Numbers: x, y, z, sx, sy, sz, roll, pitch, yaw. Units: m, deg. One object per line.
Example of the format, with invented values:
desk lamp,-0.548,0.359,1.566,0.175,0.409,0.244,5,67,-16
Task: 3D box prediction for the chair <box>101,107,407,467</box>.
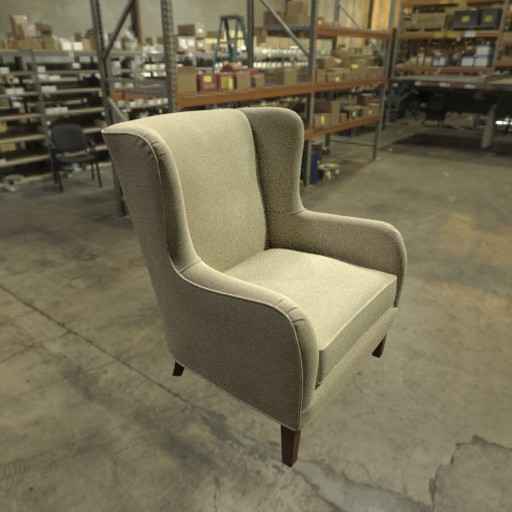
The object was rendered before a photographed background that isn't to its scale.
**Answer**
chair,0.000,0.000,1.756,0.966,1.040,0.838,17,30,33
